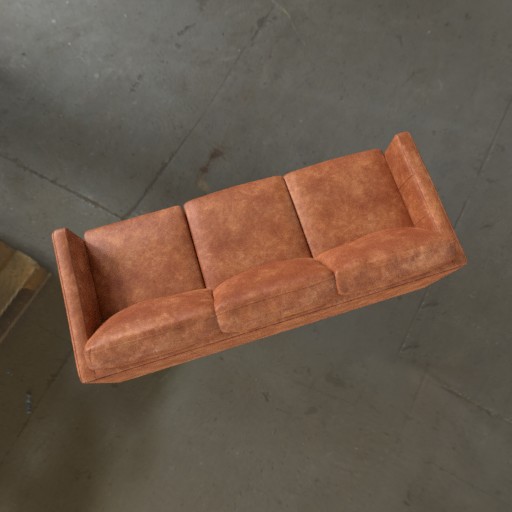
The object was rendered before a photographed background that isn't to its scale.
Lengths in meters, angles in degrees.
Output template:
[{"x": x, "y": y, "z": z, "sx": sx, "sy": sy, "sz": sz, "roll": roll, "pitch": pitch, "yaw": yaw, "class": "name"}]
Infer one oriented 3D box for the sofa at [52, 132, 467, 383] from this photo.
[{"x": 0.000, "y": 0.000, "z": 3.081, "sx": 2.464, "sy": 1.006, "sz": 1.045, "roll": -17, "pitch": 75, "yaw": -5, "class": "sofa"}]
